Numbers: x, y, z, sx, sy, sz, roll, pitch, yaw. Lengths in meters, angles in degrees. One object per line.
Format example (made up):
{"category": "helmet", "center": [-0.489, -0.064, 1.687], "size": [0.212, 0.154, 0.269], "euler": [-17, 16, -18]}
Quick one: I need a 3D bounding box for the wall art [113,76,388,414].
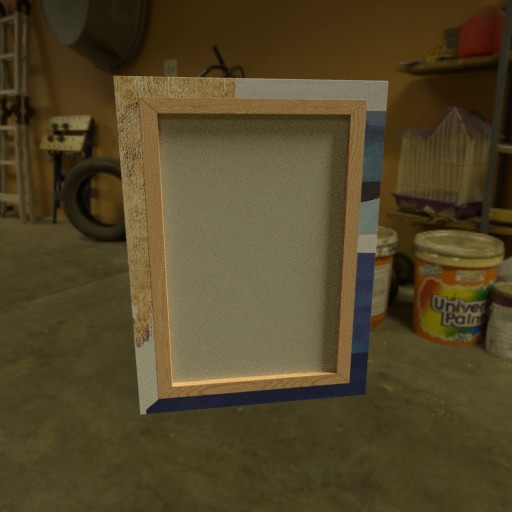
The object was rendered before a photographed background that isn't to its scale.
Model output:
{"category": "wall art", "center": [0.000, 0.000, 0.825], "size": [0.458, 0.613, 0.026], "euler": [-2, 15, -8]}
